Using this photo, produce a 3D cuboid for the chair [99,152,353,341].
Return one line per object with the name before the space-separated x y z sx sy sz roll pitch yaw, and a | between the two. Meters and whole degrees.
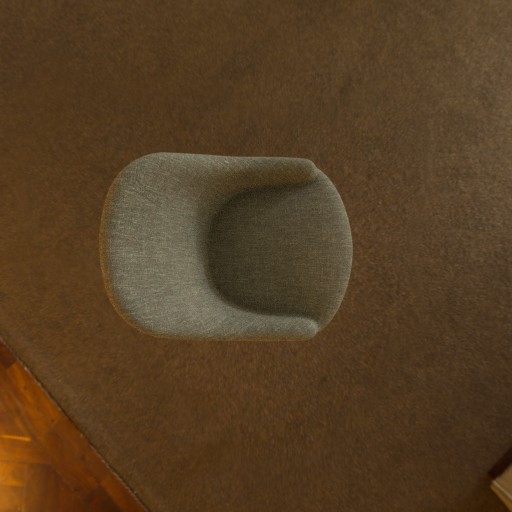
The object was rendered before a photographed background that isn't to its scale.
chair | 0.000 0.000 1.455 0.712 0.950 0.671 0 89 -1
